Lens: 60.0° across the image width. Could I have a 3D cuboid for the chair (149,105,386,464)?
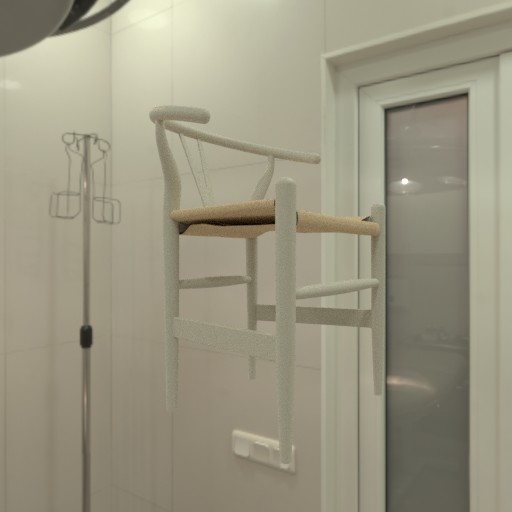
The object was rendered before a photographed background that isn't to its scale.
[{"bbox_3d":[0.000,0.000,1.119,0.500,0.736,0.533,0,0,35],"label":"chair"}]
